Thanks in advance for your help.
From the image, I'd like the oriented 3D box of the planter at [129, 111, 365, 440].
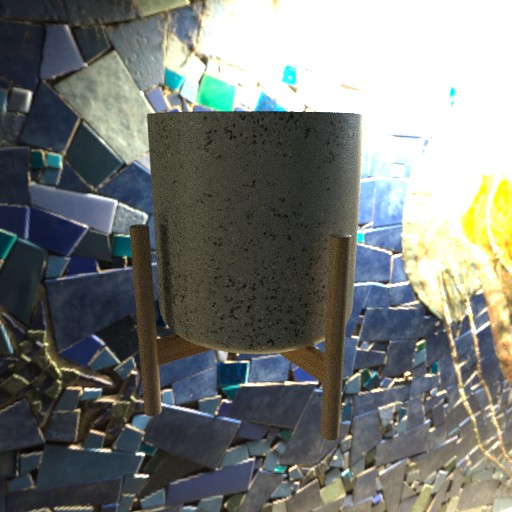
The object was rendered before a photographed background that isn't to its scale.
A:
[{"bbox_3d":[0.000,0.000,0.690,0.360,0.419,0.360,-3,17,-11],"label":"planter"}]
